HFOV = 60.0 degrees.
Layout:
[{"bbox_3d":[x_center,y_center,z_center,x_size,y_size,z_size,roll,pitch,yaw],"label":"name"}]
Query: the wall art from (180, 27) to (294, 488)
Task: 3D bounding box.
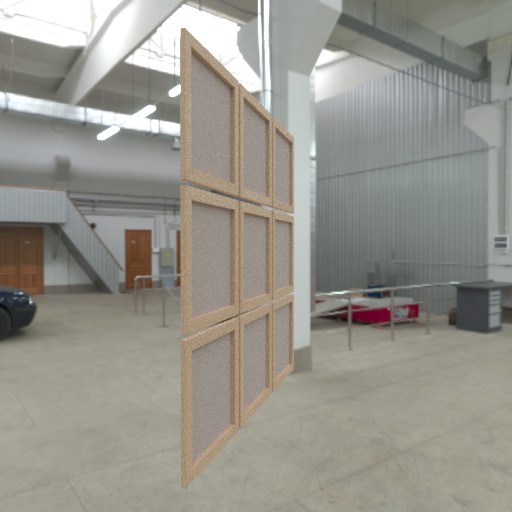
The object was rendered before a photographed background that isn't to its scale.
[{"bbox_3d":[0.000,0.000,1.310,0.012,0.910,0.917,0,1,18],"label":"wall art"}]
